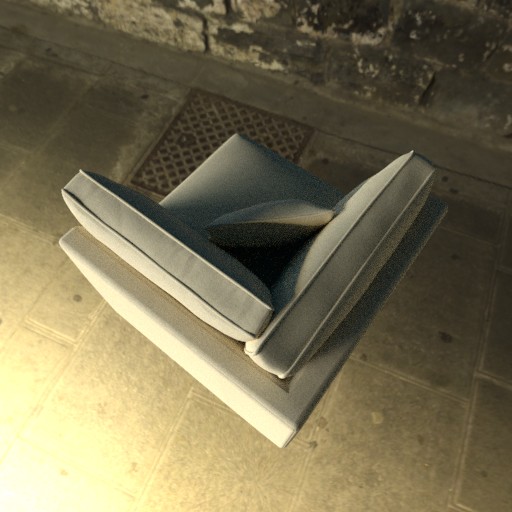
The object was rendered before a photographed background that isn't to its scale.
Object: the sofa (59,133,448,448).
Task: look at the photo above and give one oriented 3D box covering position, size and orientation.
[{"bbox_3d":[0.000,0.000,1.987,1.146,1.002,1.084,34,68,16],"label":"sofa"}]
